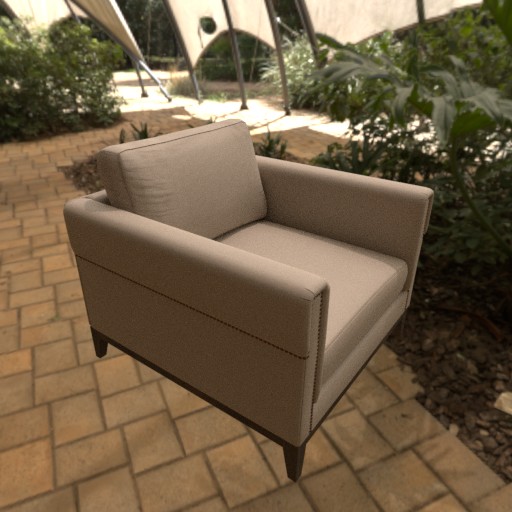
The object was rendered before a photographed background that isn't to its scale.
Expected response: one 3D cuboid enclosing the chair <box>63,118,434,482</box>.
[{"bbox_3d":[0.000,0.000,1.644,0.959,0.838,0.914,19,33,32],"label":"chair"}]
